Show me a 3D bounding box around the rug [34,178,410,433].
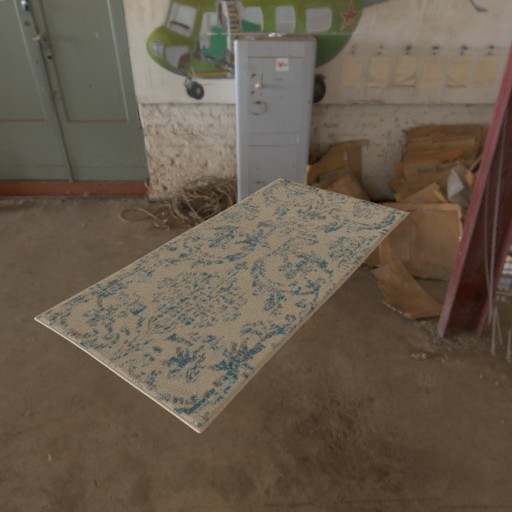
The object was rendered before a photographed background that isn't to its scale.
[{"bbox_3d":[0.000,0.000,1.460,0.605,0.007,1.220,21,38,30],"label":"rug"}]
